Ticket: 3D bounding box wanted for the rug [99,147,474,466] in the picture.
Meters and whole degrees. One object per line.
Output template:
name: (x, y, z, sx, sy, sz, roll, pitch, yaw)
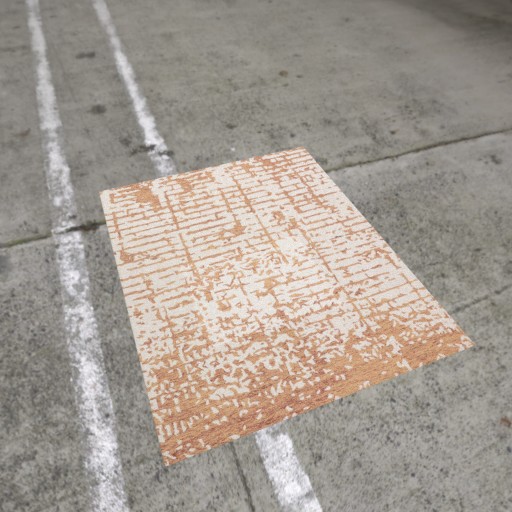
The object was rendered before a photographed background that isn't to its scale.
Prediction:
rug: (0.000, 0.000, 4.107, 2.441, 0.011, 3.050, -16, 48, -15)
